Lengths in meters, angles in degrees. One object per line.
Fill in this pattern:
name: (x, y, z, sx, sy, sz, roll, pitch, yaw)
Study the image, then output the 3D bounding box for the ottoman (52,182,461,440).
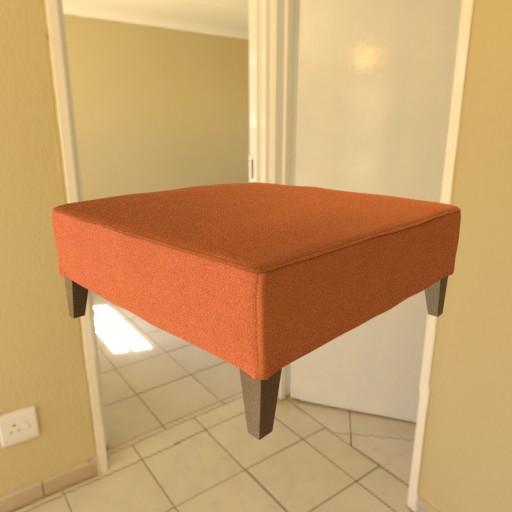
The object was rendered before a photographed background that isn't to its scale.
ottoman: (0.000, 0.000, 1.530, 0.999, 0.438, 0.997, 15, 22, 42)
